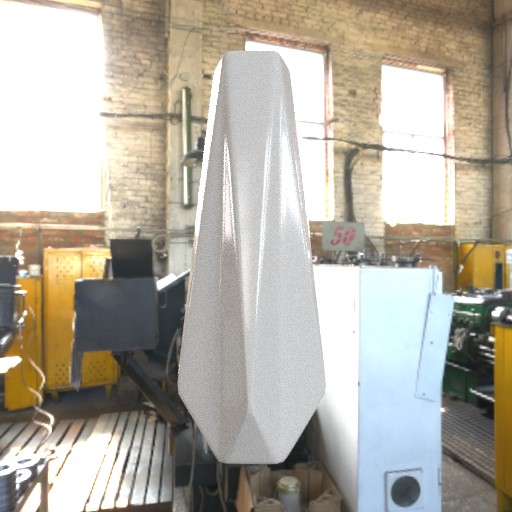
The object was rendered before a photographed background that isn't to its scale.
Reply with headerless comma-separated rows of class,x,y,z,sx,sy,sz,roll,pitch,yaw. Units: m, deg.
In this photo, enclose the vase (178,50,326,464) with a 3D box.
vase,0.000,0.000,0.388,0.122,0.329,0.116,0,-1,37
